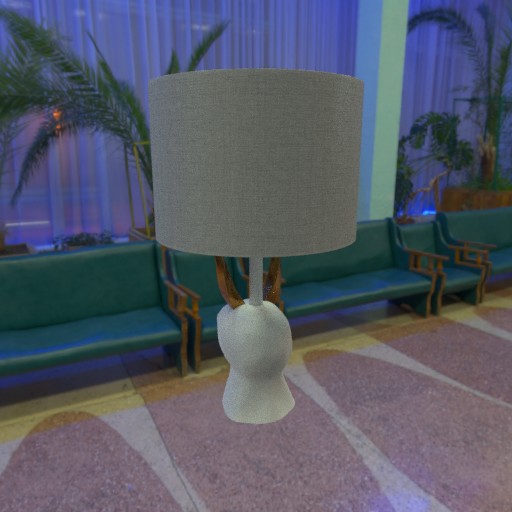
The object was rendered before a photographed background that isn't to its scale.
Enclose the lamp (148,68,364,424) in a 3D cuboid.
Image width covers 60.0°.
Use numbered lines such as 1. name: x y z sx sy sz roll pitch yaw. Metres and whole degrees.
1. lamp: 0.000 0.000 0.684 0.298 0.503 0.298 -6 15 -25
